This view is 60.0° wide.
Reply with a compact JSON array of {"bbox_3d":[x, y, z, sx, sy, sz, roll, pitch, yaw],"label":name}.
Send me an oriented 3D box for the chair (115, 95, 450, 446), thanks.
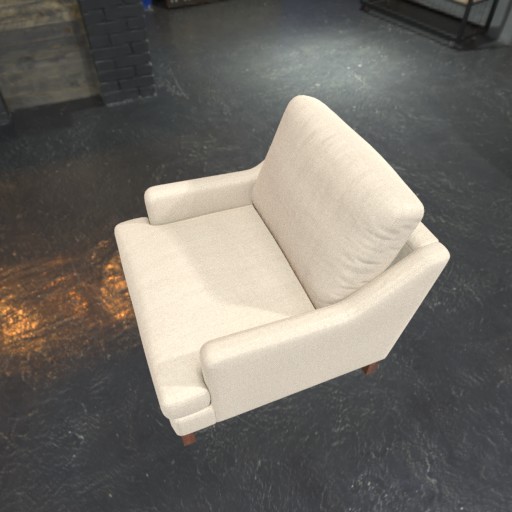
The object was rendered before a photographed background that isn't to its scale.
[{"bbox_3d":[0.000,0.000,1.739,1.001,0.916,0.912,-16,49,-15],"label":"chair"}]
